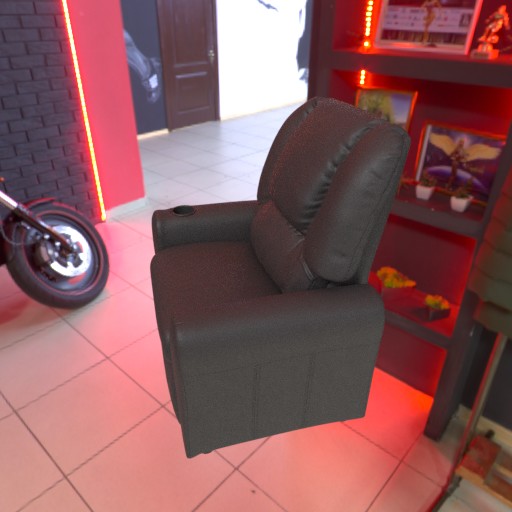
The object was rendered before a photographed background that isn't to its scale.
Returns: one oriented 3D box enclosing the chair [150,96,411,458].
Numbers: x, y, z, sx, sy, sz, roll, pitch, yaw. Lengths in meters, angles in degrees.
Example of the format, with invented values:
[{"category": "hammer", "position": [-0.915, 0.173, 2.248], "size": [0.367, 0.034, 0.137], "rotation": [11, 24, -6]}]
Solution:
[{"category": "chair", "position": [0.000, 0.000, 1.105], "size": [0.521, 0.709, 0.610], "rotation": [-8, 31, -13]}]
